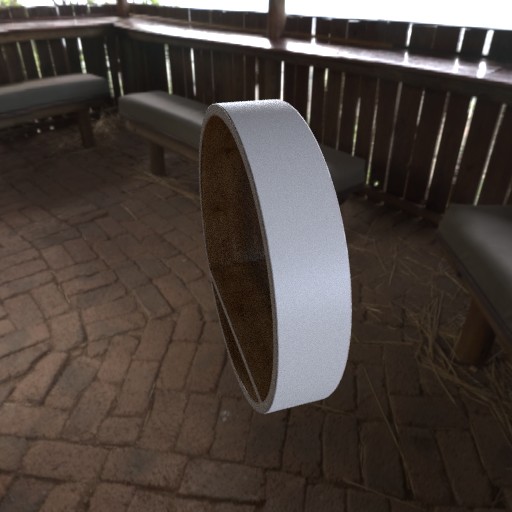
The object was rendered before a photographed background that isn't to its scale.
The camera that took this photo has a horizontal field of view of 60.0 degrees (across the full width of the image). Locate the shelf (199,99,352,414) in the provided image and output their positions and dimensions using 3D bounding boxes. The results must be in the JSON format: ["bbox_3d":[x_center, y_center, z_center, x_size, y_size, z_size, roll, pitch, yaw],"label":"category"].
[{"bbox_3d":[0.000,0.000,1.222,0.158,0.807,0.806,-9,33,-14],"label":"shelf"}]
